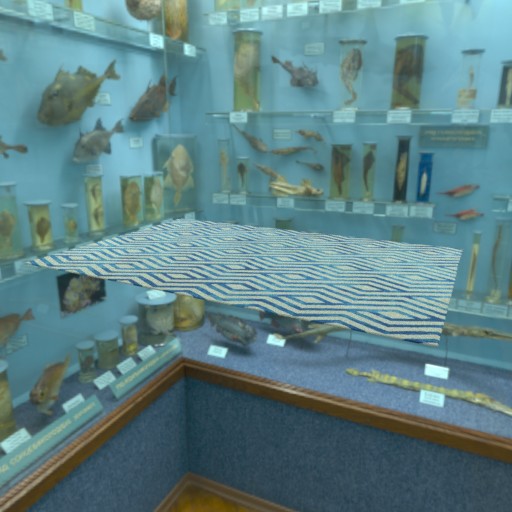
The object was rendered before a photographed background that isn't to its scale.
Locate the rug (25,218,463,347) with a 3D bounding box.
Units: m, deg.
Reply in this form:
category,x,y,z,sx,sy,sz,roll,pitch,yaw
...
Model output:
category,x,y,z,sx,sy,sz,roll,pitch,yaw
rug,0.000,0.000,2.220,1.830,0.008,1.225,8,18,26
